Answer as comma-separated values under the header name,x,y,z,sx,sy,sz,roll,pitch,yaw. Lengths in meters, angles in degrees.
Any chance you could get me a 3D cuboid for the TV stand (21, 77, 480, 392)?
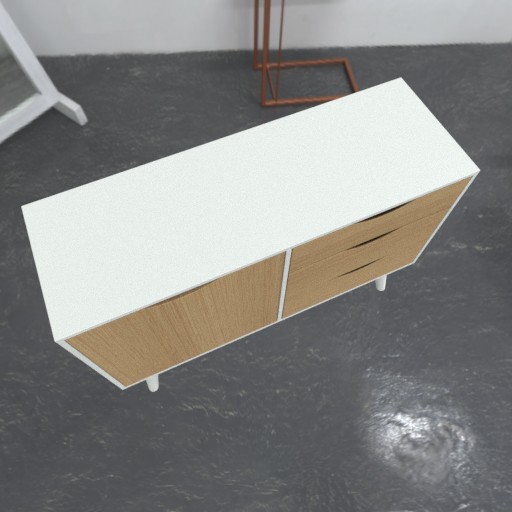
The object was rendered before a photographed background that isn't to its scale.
name,x,y,z,sx,sy,sz,roll,pitch,yaw
TV stand,0.000,0.000,1.571,1.193,0.812,0.406,-22,65,-11
